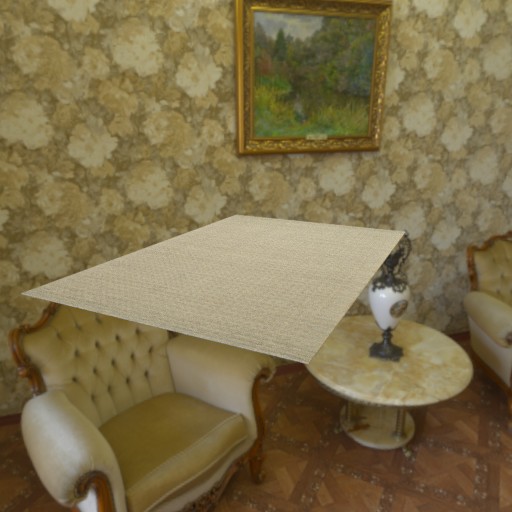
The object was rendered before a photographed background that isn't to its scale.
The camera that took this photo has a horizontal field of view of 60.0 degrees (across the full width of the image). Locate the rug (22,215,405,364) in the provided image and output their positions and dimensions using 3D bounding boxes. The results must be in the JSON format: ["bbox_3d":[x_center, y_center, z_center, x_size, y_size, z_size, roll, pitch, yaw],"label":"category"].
[{"bbox_3d":[0.000,0.000,3.713,1.981,0.006,2.895,8,18,25],"label":"rug"}]
